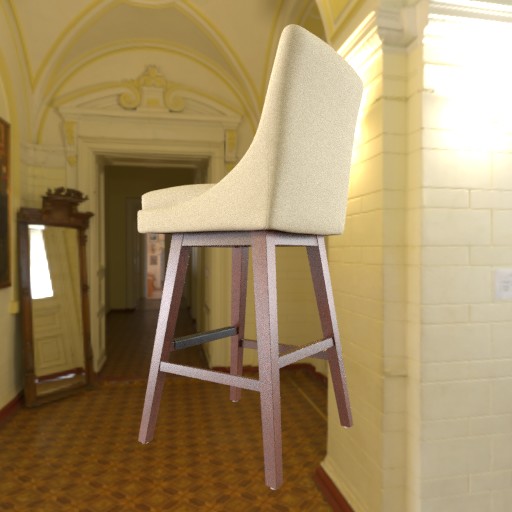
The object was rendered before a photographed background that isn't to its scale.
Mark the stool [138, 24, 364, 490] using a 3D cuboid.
[{"bbox_3d":[0.000,0.000,1.345,0.559,1.097,0.470,0,1,34],"label":"stool"}]
